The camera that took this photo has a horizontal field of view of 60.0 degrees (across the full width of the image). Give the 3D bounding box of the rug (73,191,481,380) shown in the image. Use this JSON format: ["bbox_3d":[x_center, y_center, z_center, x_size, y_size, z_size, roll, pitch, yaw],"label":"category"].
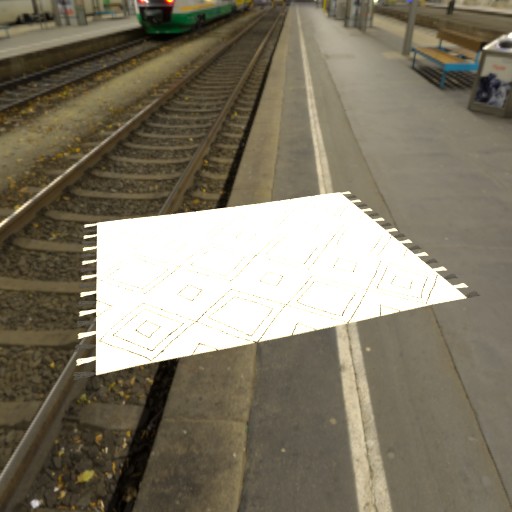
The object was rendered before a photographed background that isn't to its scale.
[{"bbox_3d":[0.000,0.000,4.259,3.221,0.026,2.342,-9,32,-15],"label":"rug"}]
